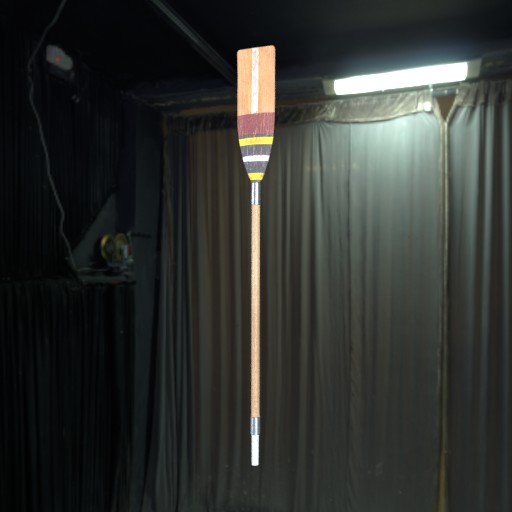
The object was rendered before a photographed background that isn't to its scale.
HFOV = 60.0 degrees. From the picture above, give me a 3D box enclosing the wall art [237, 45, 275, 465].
[{"bbox_3d":[0.000,0.000,1.654,0.146,1.556,0.038,0,0,18],"label":"wall art"}]
